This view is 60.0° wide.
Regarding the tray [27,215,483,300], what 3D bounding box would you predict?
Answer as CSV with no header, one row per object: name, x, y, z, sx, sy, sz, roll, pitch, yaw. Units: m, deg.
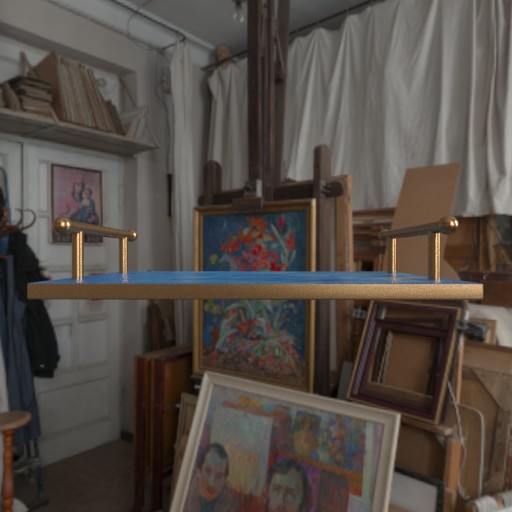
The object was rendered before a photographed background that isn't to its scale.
tray,0.000,0.000,0.581,0.444,0.084,0.304,0,0,1
